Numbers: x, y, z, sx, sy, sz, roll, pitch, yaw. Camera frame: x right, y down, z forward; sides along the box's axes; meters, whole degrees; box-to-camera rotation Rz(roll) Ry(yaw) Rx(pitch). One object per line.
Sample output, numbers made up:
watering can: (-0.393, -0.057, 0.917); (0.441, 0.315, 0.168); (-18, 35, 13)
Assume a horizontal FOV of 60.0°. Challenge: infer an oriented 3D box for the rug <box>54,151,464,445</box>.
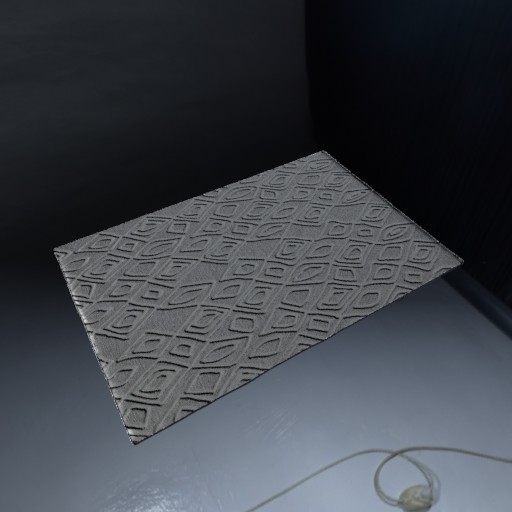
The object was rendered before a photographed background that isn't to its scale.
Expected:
rug: (0.000, 0.000, 2.365); (1.832, 0.016, 1.224); (-24, 51, -21)
